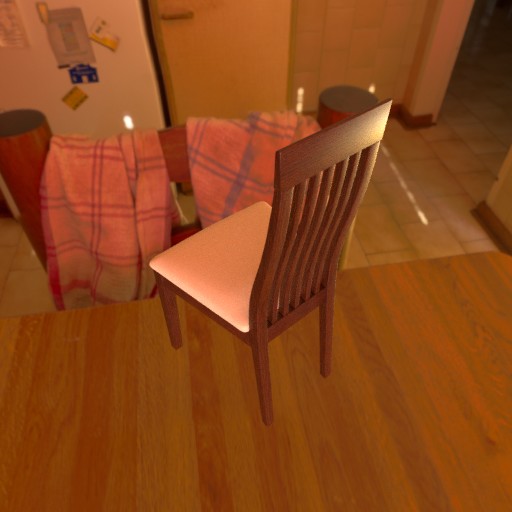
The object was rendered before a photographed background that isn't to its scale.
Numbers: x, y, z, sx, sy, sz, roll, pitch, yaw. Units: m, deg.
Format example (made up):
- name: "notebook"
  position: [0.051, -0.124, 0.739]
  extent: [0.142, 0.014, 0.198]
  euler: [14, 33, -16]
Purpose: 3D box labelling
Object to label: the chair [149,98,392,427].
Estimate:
- name: "chair"
  position: [0.000, 0.000, 1.271]
  extent: [0.460, 1.027, 0.474]
  euler: [-31, 53, -27]
